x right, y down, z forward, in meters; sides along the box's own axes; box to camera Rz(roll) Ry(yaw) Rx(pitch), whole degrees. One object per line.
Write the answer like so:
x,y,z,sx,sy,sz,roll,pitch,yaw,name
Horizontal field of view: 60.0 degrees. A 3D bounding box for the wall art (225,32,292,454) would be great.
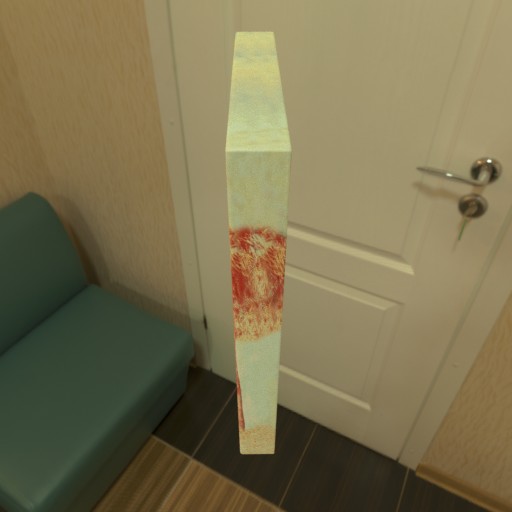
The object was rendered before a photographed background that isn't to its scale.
0.000,0.000,0.475,0.039,0.380,0.251,0,41,0,wall art
